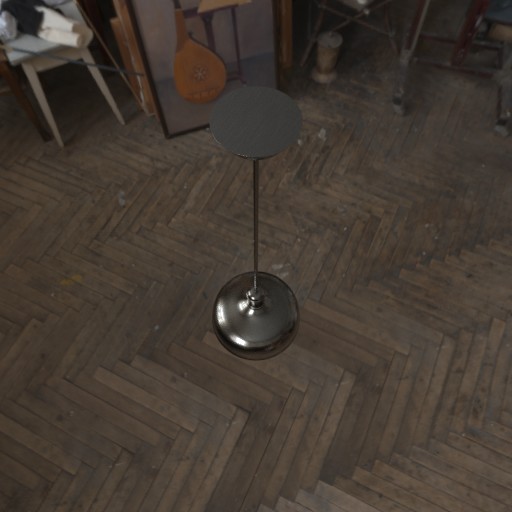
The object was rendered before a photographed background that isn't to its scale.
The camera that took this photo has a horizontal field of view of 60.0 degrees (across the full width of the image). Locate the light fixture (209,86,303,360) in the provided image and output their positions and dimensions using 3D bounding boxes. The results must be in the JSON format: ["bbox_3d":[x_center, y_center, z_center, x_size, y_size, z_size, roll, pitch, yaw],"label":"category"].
[{"bbox_3d":[0.000,0.000,1.094,0.299,0.935,0.299,29,67,14],"label":"light fixture"}]
